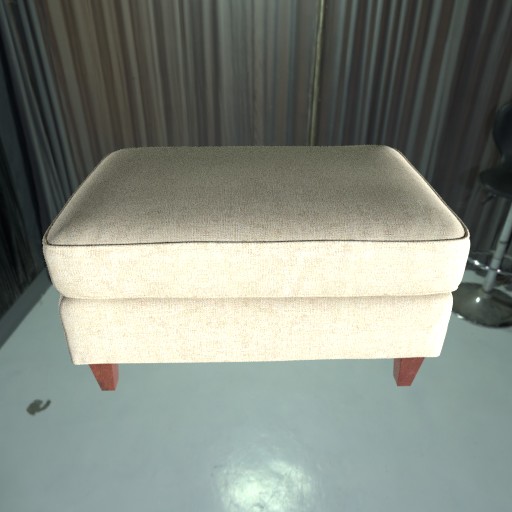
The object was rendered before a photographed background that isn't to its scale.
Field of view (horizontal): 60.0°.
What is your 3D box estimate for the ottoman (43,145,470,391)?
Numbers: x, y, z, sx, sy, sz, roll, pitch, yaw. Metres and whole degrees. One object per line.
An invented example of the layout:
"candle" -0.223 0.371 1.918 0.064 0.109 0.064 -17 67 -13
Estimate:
"ottoman" 0.000 0.000 1.190 0.862 0.484 0.583 -1 32 -1
